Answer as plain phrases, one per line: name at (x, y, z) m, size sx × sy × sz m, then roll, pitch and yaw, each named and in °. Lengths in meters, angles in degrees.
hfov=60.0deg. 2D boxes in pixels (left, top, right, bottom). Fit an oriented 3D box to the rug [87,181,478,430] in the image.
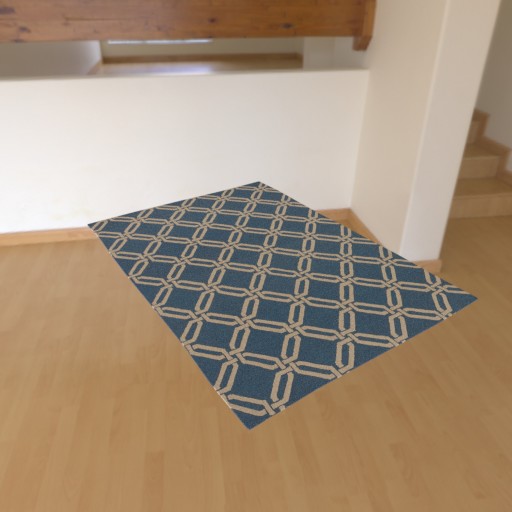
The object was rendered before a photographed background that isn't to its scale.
rug at (0.000, 0.000, 2.814) m, size 1.524 × 0.013 × 2.135 m, roll -19°, pitch 36°, yaw -29°
